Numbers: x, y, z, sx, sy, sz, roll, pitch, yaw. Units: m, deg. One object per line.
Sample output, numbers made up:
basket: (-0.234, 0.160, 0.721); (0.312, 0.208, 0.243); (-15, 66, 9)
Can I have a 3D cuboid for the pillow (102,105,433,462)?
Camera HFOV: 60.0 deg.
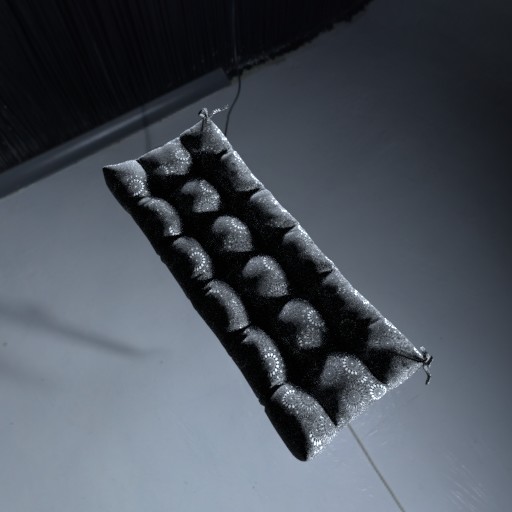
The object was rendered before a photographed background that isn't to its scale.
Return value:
pillow: (0.000, 0.000, 1.391); (0.511, 0.174, 1.194); (-33, 67, -15)
